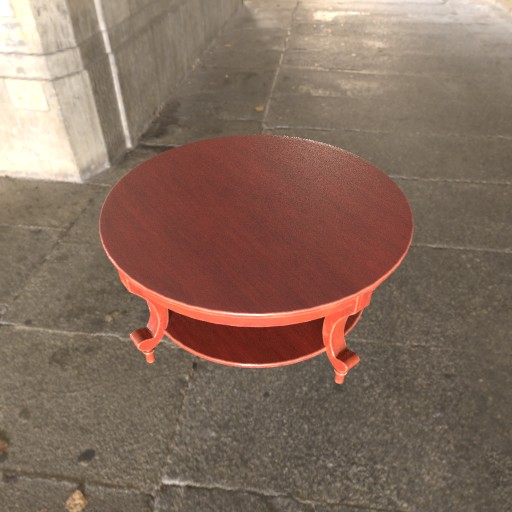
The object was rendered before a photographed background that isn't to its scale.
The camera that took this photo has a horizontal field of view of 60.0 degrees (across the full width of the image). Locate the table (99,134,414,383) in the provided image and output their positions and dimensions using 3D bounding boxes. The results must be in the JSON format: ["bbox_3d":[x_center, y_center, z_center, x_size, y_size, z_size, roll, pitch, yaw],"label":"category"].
[{"bbox_3d":[0.000,0.000,1.648,1.029,0.486,1.029,0,40,0],"label":"table"}]
